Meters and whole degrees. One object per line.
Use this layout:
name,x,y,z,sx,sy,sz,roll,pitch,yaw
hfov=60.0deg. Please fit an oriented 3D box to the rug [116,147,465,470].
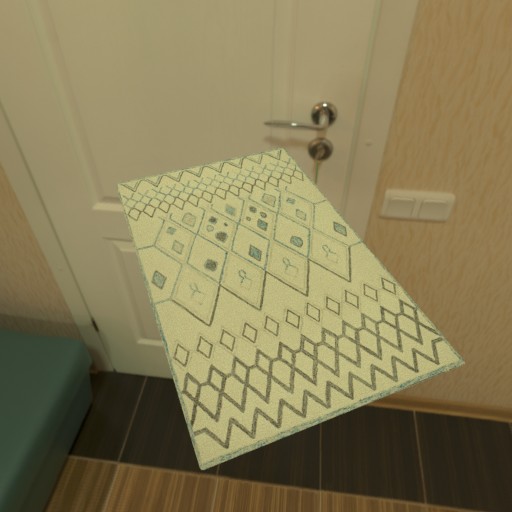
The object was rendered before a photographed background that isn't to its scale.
rug,0.000,0.000,3.055,1.524,0.015,2.439,-16,47,-15
